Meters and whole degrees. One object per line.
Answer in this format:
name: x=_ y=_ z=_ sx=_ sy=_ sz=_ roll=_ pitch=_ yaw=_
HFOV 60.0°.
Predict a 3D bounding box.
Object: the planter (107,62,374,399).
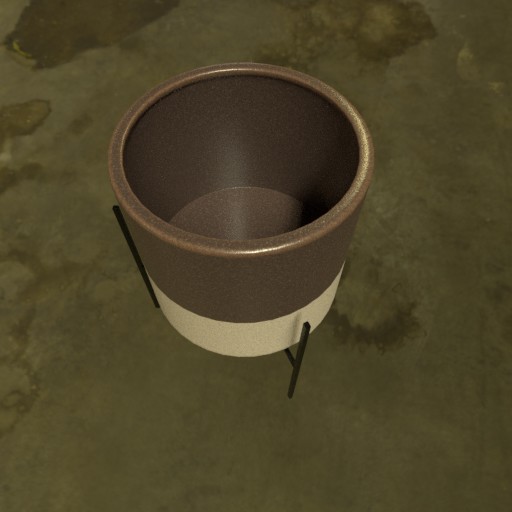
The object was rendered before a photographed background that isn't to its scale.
planter: x=0.000 y=0.000 z=0.532 sx=0.250 sy=0.353 sz=0.260 roll=-28 pitch=62 yaw=-17
